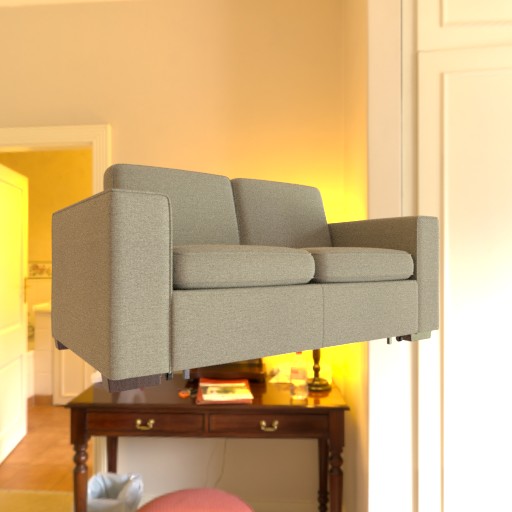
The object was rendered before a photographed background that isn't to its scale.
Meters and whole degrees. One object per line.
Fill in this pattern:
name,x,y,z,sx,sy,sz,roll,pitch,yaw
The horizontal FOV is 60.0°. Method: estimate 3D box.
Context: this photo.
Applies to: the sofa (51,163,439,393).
sofa,0.000,0.000,2.334,1.812,0.924,1.007,0,0,-35
